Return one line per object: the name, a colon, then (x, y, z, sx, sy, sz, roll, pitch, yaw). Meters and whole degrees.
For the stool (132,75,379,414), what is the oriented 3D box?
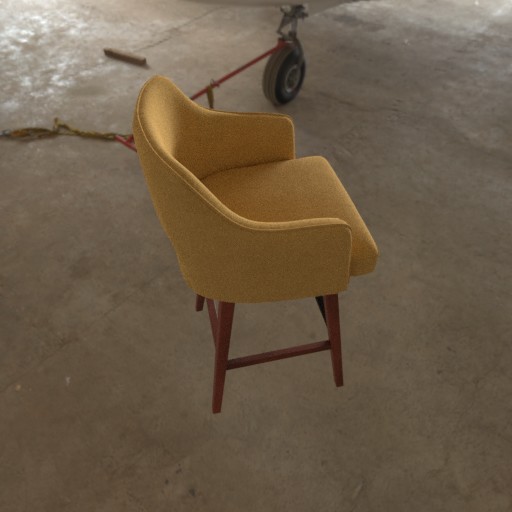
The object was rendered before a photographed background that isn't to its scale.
stool: (0.000, 0.000, 1.355, 0.558, 1.012, 0.548, -9, 47, -9)
